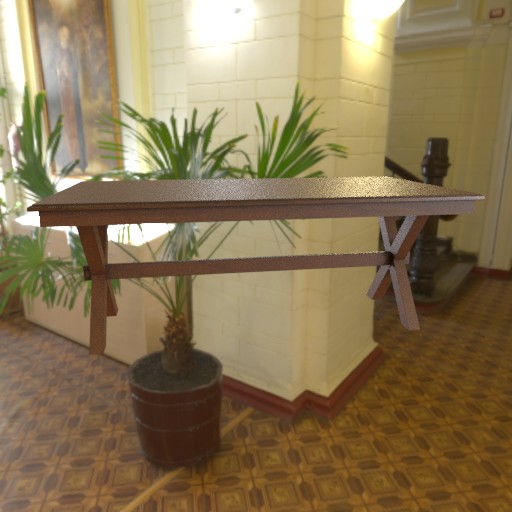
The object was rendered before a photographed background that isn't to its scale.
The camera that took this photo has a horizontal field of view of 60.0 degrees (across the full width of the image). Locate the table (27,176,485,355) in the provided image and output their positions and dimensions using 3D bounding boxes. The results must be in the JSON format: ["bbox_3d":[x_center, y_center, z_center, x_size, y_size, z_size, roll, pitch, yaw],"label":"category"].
[{"bbox_3d":[0.000,0.000,1.481,1.197,0.459,0.594,-3,15,-10],"label":"table"}]
